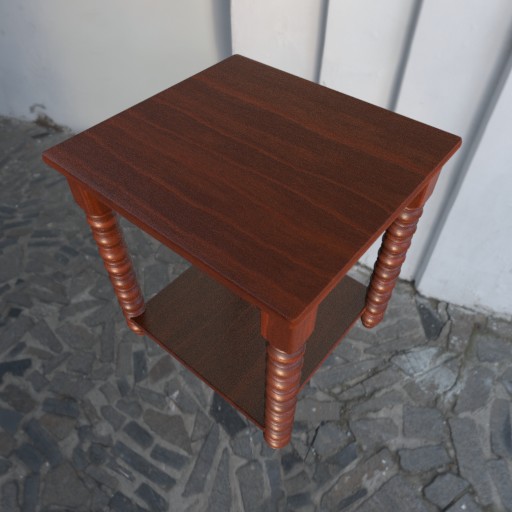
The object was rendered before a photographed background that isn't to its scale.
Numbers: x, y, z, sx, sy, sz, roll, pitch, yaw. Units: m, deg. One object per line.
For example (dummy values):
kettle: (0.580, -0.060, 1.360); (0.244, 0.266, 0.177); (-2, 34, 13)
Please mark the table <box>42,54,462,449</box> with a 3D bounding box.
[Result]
table: (0.000, 0.000, 0.968); (0.533, 0.567, 0.500); (32, 55, 25)
